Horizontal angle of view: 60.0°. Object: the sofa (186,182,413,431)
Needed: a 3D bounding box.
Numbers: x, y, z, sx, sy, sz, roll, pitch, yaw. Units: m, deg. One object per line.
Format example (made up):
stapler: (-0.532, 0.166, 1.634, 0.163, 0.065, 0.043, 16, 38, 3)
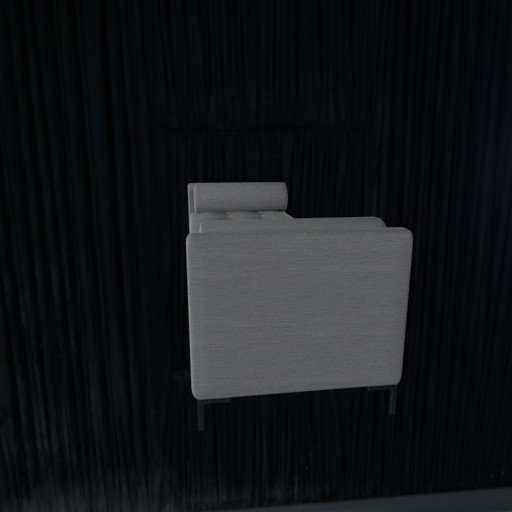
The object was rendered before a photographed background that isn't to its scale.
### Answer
sofa: (0.000, 0.000, 2.309, 0.686, 0.635, 1.981, -2, 14, -8)
